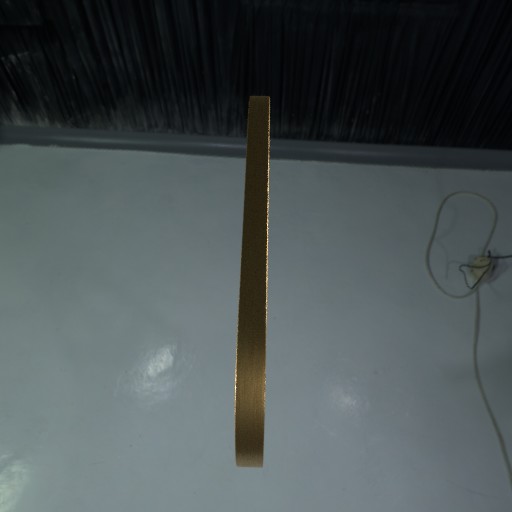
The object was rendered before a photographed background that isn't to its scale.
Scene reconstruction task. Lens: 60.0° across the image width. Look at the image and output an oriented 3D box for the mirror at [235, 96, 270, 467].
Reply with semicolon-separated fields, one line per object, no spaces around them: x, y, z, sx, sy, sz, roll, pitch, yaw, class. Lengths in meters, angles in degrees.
0.000;0.000;0.676;0.032;0.254;0.584;1;58;1;mirror
